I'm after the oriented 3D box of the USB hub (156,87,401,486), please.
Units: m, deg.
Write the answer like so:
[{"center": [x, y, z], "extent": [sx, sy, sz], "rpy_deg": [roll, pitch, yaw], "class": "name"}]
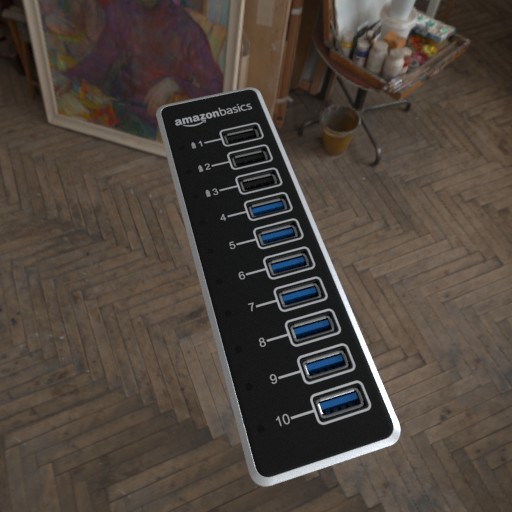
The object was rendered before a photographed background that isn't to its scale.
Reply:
[{"center": [0.000, 0.000, 0.161], "extent": [0.044, 0.023, 0.145], "rpy_deg": [-15, 63, -8], "class": "USB hub"}]
